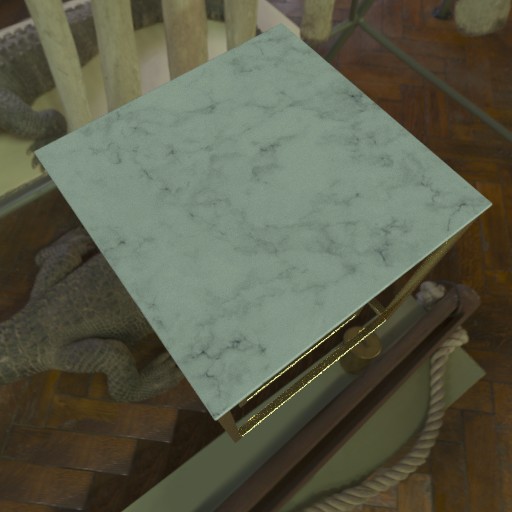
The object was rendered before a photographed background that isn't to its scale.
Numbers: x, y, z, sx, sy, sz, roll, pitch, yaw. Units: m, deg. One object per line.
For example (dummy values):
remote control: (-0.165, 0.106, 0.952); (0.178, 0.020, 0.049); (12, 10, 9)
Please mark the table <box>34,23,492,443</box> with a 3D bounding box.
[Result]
table: (0.000, 0.000, 0.833); (0.450, 0.500, 0.450); (-34, 69, -15)
